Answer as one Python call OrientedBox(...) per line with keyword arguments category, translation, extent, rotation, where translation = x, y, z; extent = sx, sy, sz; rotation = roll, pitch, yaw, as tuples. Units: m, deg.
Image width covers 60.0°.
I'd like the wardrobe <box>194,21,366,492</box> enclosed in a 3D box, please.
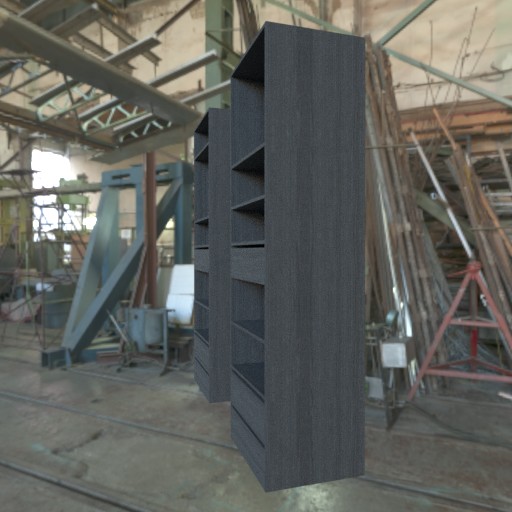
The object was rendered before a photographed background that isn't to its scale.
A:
OrientedBox(category="wardrobe", translation=(0.000, 0.000, 2.795), extent=(0.480, 2.000, 1.770), rotation=(0, 1, -18))
